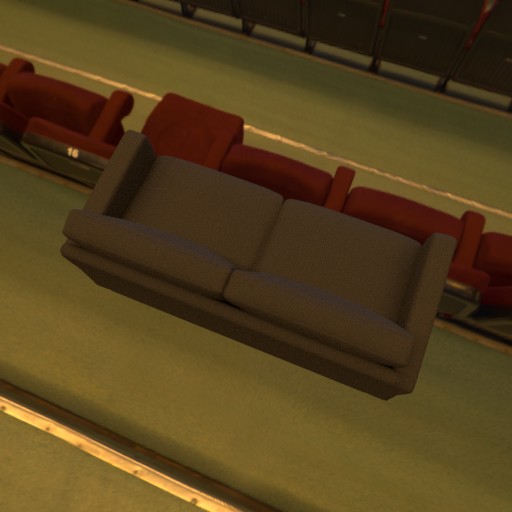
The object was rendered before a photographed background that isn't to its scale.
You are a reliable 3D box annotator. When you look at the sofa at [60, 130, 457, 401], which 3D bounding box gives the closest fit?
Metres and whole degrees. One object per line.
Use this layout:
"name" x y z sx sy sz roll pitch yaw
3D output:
"sofa" 0.000 0.000 2.354 1.852 0.839 0.898 20 67 9
